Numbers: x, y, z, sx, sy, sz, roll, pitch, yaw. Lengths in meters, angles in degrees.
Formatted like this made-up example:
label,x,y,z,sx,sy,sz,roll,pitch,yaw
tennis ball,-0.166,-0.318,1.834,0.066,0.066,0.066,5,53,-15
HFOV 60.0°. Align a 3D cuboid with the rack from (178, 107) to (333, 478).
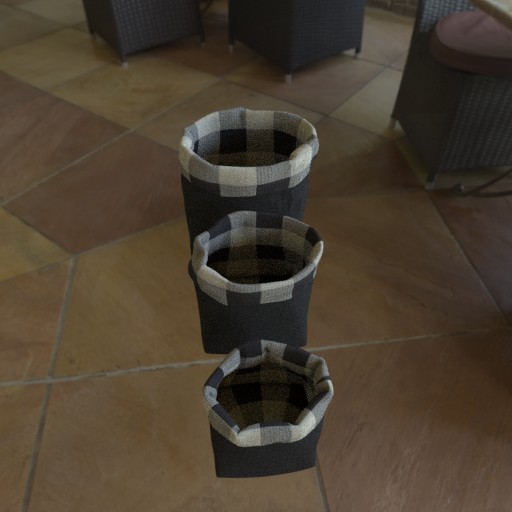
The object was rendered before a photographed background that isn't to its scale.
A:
label,x,y,z,sx,sy,sz,roll,pitch,yaw
rack,0.000,0.000,1.058,0.370,0.329,0.889,-3,46,-3
